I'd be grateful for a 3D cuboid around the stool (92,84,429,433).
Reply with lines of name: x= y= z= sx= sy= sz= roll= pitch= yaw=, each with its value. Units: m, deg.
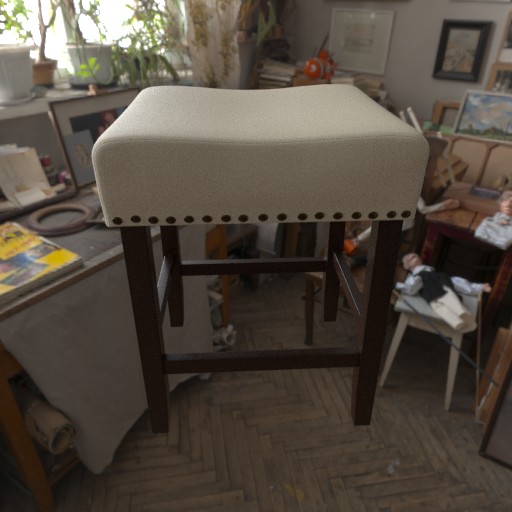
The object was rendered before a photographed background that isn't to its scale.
stool: x=0.000 y=0.000 z=0.913 sx=0.471 sy=0.609 sz=0.401 roll=-2 pitch=30 yaw=-3
